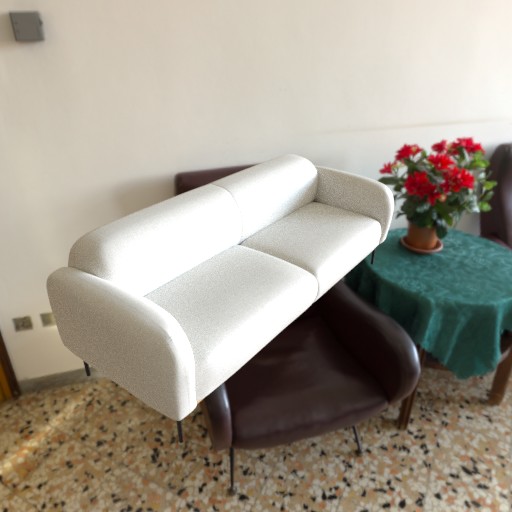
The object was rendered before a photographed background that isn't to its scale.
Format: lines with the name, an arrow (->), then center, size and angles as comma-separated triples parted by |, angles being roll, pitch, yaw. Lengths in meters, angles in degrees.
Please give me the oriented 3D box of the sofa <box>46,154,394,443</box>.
sofa -> 0.000, 0.000, 2.674 | 0.880, 0.780, 2.257 | 20, 34, 32
